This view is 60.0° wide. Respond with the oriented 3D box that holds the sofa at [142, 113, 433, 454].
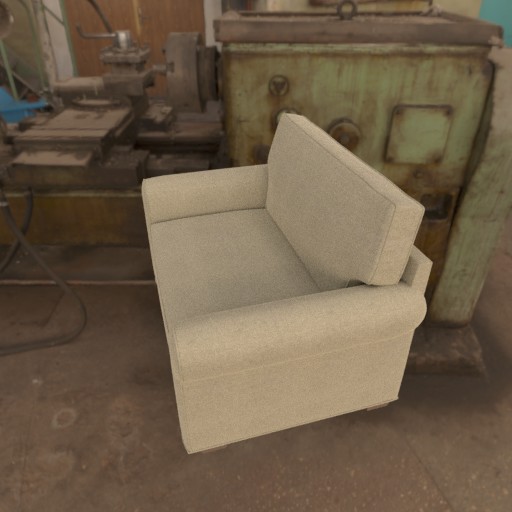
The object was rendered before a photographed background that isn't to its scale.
[{"bbox_3d":[0.000,0.000,2.081,0.936,0.991,1.405,-9,34,-13],"label":"sofa"}]
